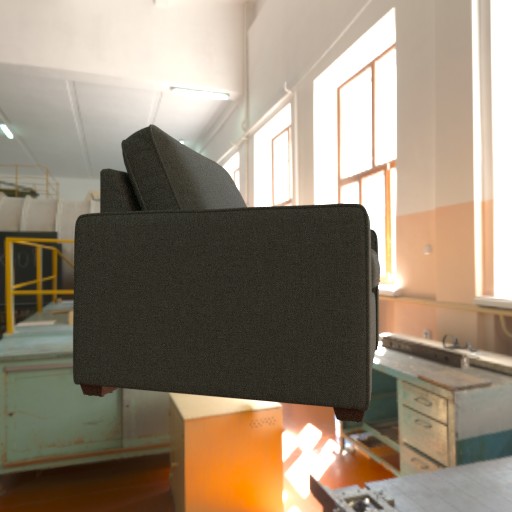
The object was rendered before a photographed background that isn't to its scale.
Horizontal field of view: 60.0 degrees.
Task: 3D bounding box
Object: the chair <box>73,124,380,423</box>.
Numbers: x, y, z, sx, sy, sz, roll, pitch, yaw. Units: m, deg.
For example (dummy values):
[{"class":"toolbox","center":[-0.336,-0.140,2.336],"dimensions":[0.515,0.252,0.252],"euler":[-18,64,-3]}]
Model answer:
[{"class":"chair","center":[0.000,0.000,1.758],"dimensions":[0.940,0.919,1.017],"euler":[0,-1,17]}]
